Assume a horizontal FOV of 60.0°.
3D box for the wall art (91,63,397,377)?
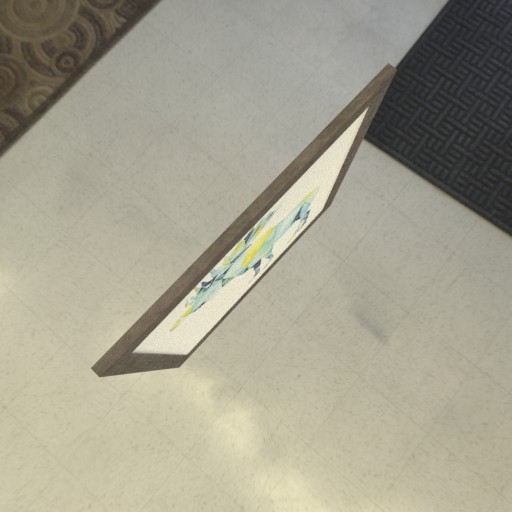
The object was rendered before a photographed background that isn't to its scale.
[{"bbox_3d":[0.000,0.000,0.687,0.013,0.457,0.457,42,80,9],"label":"wall art"}]
